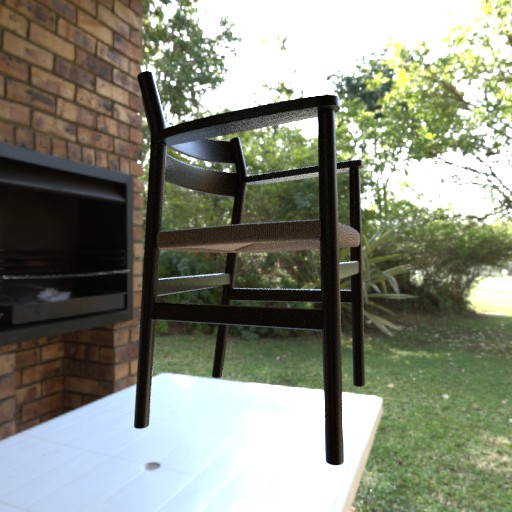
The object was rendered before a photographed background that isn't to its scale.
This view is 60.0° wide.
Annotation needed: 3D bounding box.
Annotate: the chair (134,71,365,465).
[{"bbox_3d":[0.000,0.000,1.143,0.508,0.775,0.630,0,0,18],"label":"chair"}]
